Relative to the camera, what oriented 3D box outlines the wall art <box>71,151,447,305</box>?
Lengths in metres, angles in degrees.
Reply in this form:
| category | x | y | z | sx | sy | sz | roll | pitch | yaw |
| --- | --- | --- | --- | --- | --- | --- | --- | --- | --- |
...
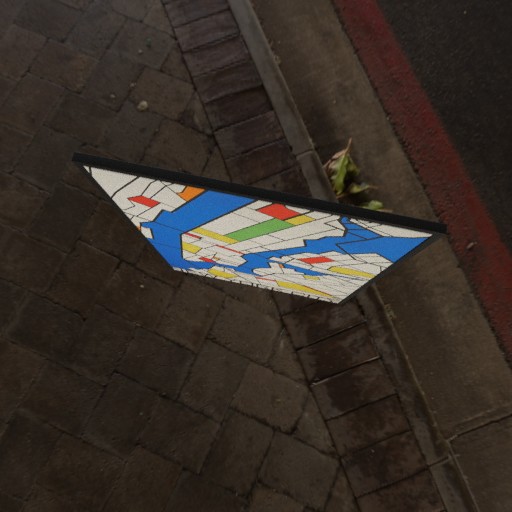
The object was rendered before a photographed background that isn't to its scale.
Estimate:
| category | x | y | z | sx | sy | sz | roll | pitch | yaw |
| --- | --- | --- | --- | --- | --- | --- | --- | --- | --- |
| wall art | 0.000 | 0.000 | 0.850 | 0.457 | 0.657 | 0.013 | 11 | 77 | 3 |
